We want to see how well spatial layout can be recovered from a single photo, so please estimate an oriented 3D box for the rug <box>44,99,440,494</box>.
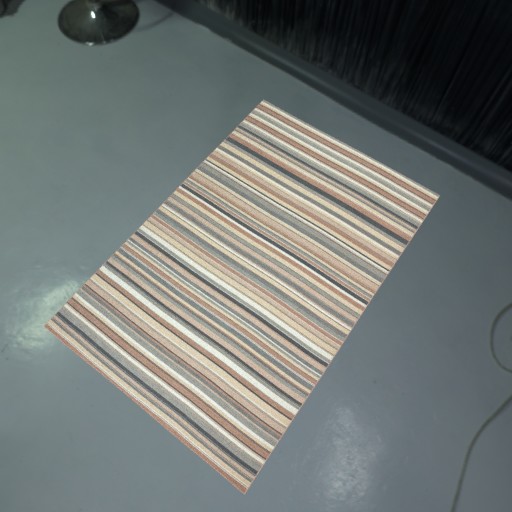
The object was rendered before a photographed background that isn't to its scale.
[{"bbox_3d":[0.000,0.000,2.315,1.219,0.008,1.829,33,69,15],"label":"rug"}]
